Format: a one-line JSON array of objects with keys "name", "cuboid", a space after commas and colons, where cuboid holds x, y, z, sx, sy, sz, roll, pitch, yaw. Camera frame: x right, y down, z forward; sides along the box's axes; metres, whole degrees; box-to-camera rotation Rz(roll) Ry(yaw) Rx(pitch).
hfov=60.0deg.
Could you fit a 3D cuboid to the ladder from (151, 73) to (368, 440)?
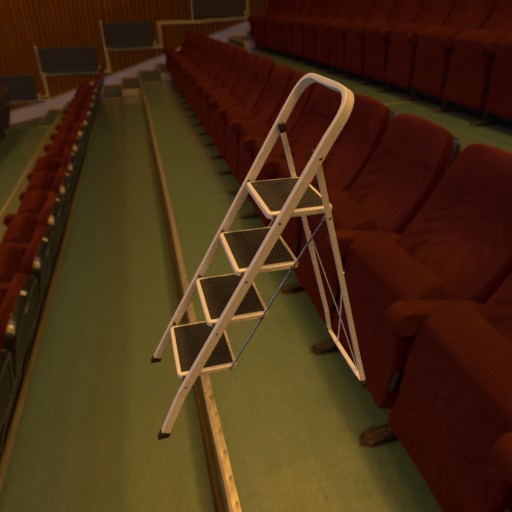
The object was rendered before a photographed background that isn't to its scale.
[{"name": "ladder", "cuboid": [0.000, 0.000, 1.702, 0.914, 1.265, 0.460, -8, 31, -13]}]
